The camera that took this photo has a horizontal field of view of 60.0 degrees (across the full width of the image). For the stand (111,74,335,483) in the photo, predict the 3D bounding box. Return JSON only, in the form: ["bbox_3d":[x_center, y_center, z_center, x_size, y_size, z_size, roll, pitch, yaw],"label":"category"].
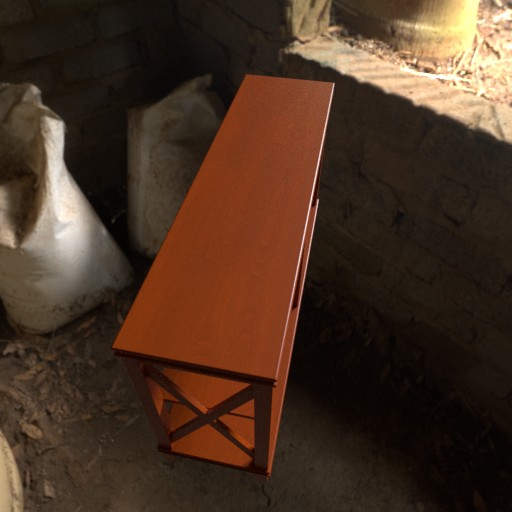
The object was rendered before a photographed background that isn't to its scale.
[{"bbox_3d":[0.000,0.000,1.702,0.381,0.762,1.372,9,48,8],"label":"stand"}]
